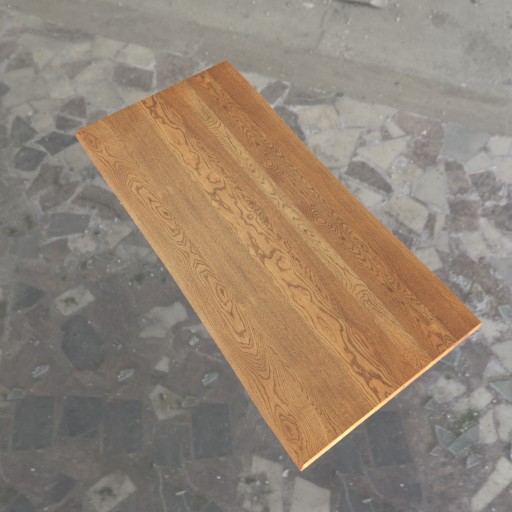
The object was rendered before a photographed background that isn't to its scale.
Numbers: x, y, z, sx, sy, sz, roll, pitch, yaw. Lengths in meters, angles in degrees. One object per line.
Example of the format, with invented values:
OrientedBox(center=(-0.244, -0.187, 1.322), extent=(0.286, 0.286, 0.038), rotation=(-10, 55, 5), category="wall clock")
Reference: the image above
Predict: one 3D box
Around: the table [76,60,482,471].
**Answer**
OrientedBox(center=(0.000, 0.000, 2.255), extent=(0.900, 0.770, 1.800), rotation=(-32, 67, -15), category="table")
